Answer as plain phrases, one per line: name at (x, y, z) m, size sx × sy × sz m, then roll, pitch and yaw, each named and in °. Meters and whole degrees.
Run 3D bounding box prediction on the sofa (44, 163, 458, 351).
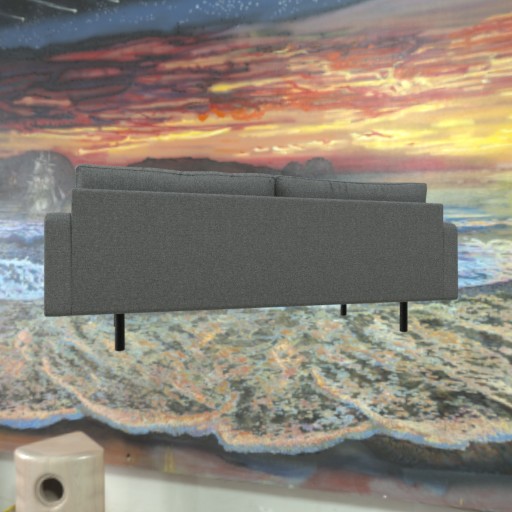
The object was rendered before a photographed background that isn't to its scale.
sofa at (0.000, 0.000, 2.651) m, size 2.200 × 0.880 × 0.880 m, roll 0°, pitch 1°, yaw -18°
